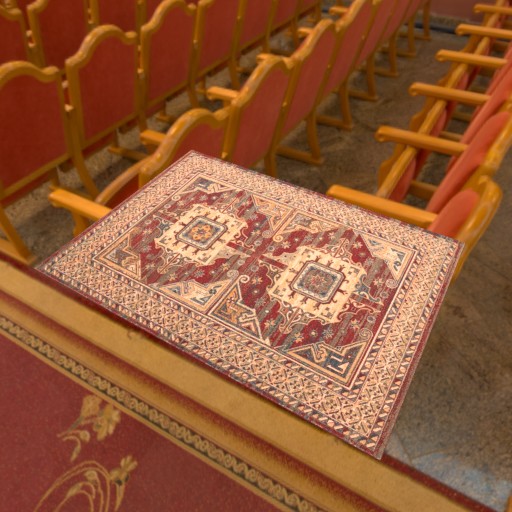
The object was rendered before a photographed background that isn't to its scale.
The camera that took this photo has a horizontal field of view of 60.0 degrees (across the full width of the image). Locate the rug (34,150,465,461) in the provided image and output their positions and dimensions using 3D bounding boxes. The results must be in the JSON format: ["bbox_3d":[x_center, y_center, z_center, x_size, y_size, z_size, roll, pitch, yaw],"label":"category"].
[{"bbox_3d":[0.000,0.000,2.796,2.210,0.011,1.599,23,49,22],"label":"rug"}]
